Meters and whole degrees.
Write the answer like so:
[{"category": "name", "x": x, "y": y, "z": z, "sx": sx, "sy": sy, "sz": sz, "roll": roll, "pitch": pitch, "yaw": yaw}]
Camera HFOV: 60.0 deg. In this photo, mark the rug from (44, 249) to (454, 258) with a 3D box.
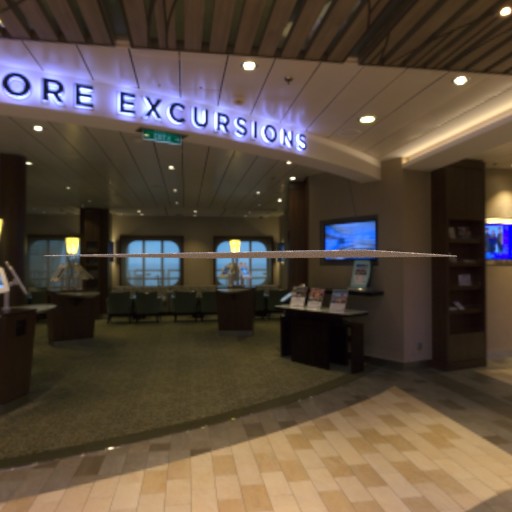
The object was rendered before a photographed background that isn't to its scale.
[{"category": "rug", "x": 0.000, "y": 0.000, "z": 3.949, "sx": 2.892, "sy": 0.006, "sz": 2.283, "roll": -1, "pitch": -1, "yaw": 35}]
